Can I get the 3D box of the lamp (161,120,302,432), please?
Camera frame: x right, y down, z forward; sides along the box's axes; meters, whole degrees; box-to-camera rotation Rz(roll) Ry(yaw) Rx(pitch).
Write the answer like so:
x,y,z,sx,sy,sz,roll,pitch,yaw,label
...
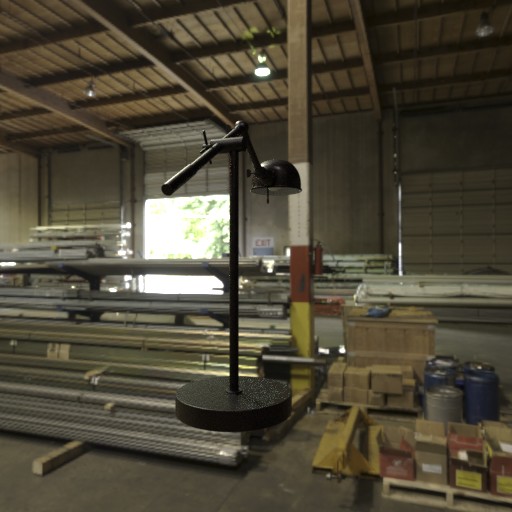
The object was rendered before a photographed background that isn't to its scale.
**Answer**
x,y,z,sx,sy,sz,roll,pitch,yaw,label
0.000,0.000,0.817,0.185,0.495,0.567,0,0,19,lamp
